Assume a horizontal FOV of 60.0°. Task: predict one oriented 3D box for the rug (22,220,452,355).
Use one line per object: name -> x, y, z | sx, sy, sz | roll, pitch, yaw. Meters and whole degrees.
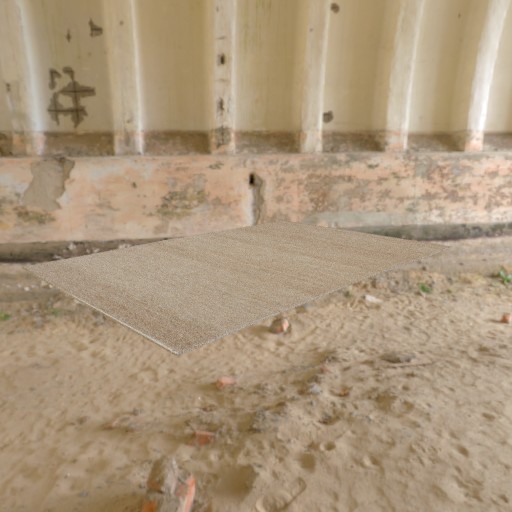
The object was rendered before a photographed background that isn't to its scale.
rug -> 0.000, 0.000, 2.866 | 2.346, 0.029, 1.574 | -14, 20, -43
